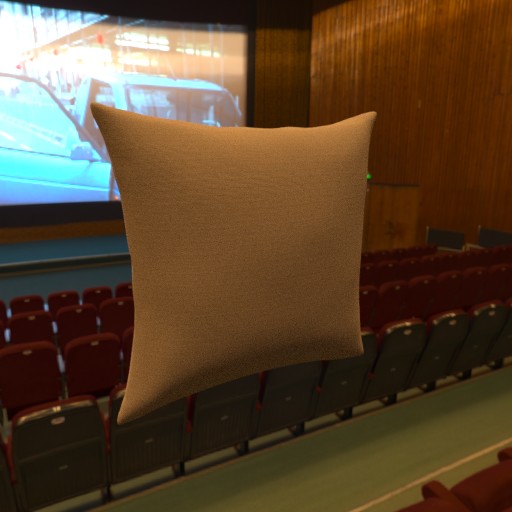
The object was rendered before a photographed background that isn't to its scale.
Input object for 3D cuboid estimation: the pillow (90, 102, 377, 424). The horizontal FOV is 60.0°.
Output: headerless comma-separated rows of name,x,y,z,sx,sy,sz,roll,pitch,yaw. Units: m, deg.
pillow,0.000,0.000,0.776,0.512,0.497,0.204,-7,16,-27
